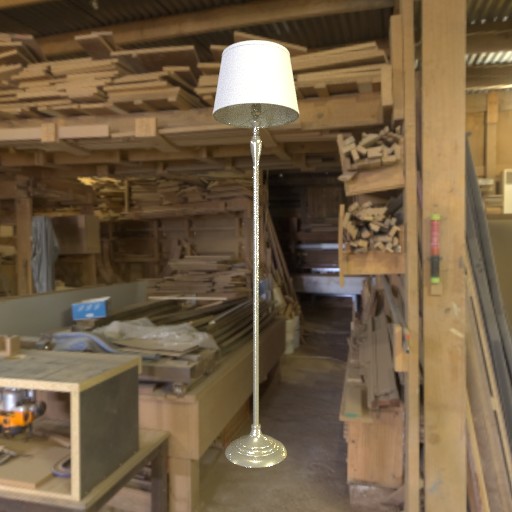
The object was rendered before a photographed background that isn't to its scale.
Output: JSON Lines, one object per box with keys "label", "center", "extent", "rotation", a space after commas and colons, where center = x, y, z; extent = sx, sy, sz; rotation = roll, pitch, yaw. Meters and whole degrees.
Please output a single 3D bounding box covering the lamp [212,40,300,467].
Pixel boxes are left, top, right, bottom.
{"label": "lamp", "center": [0.000, 0.000, 1.684], "extent": [0.327, 1.506, 0.327], "rotation": [0, 1, 18]}
